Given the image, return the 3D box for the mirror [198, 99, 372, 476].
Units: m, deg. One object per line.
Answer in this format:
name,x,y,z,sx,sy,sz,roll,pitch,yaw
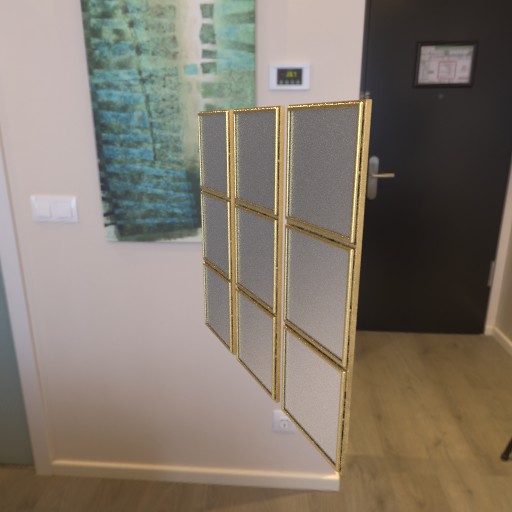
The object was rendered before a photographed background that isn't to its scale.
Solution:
mirror,0.000,0.000,1.457,0.023,0.926,1.011,-8,18,-25
